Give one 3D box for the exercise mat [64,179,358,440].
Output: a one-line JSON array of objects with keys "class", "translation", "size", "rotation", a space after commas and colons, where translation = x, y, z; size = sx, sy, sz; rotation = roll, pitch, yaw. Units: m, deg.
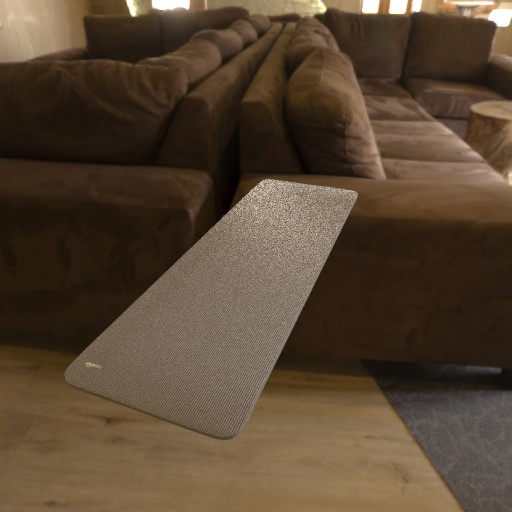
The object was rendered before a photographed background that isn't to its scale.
[{"class": "exercise mat", "translation": [0.000, 0.000, 2.044], "size": [0.616, 0.021, 1.884], "rotation": [11, 33, 18]}]
